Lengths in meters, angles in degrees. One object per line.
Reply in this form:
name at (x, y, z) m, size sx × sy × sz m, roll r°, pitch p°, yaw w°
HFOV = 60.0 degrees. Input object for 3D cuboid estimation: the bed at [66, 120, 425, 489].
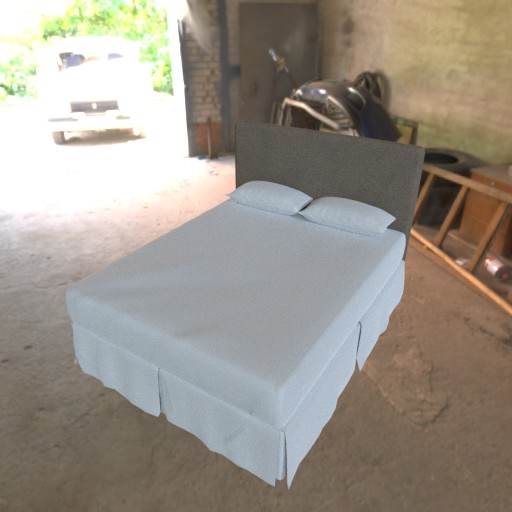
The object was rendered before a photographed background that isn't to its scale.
bed at (0.000, 0.000, 3.133) m, size 1.723 × 1.330 × 2.142 m, roll 17°, pitch 34°, yaw 28°
